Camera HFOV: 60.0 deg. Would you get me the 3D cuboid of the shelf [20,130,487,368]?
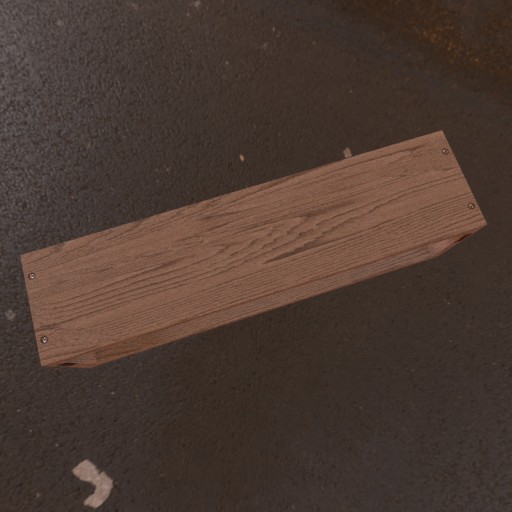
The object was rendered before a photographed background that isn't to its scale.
[{"bbox_3d":[0.000,0.000,0.676,0.610,0.170,0.150,-17,76,-5],"label":"shelf"}]
